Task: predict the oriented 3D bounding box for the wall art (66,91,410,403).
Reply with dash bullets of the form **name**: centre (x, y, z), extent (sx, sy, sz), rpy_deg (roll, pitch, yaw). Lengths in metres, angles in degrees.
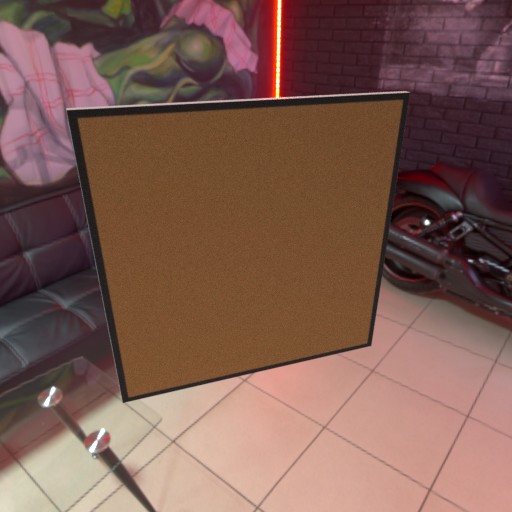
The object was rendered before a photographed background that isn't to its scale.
- **wall art**: centre (0.000, 0.000, 1.193), extent (0.805, 0.803, 0.022), rpy_deg (-9, 29, -16)
